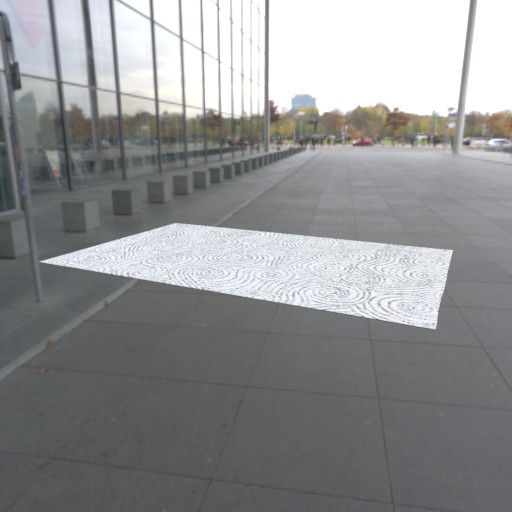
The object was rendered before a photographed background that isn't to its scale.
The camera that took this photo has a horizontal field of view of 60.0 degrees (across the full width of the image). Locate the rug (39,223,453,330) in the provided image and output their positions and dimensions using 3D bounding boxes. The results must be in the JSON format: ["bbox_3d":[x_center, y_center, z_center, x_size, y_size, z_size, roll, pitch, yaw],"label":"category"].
[{"bbox_3d":[0.000,0.000,3.058,2.439,0.005,1.524,7,17,25],"label":"rug"}]
